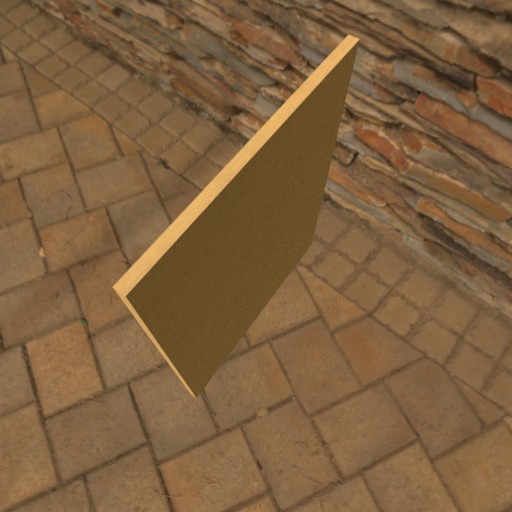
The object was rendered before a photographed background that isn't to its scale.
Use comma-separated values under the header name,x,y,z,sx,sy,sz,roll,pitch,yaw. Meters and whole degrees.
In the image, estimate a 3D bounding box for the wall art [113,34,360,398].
name,x,y,z,sx,sy,sz,roll,pitch,yaw
wall art,0.000,0.000,1.344,0.030,1.002,0.798,32,67,15
